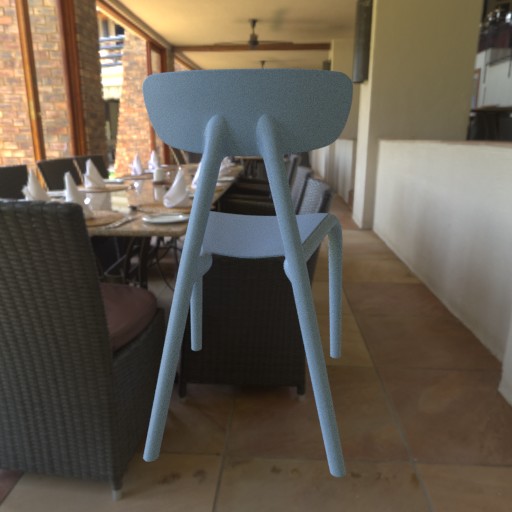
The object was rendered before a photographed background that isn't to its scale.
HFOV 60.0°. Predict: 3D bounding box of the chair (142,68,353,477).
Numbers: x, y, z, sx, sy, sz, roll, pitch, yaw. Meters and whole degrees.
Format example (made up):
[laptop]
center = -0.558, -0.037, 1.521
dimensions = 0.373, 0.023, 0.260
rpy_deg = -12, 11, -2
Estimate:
[chair]
center = 0.000, 0.000, 0.800
dimensions = 0.356, 0.580, 0.401
rpy_deg = 2, 15, 6
